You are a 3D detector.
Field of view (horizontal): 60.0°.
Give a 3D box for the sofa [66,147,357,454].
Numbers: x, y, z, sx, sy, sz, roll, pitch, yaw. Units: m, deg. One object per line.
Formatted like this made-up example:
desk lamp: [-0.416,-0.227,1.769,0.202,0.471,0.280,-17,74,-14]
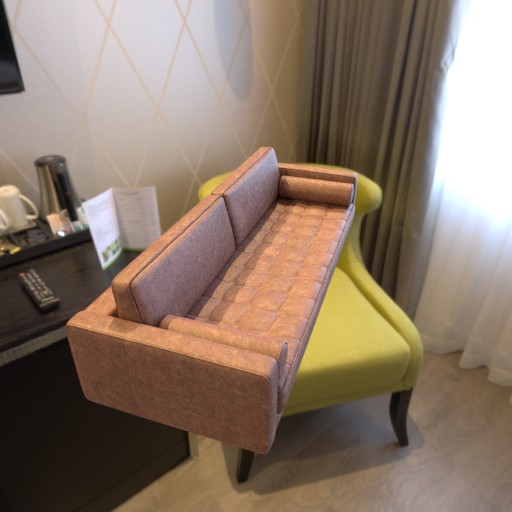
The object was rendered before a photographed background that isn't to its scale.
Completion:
sofa: [0.000,0.000,2.663,0.914,0.762,2.210,10,32,16]
